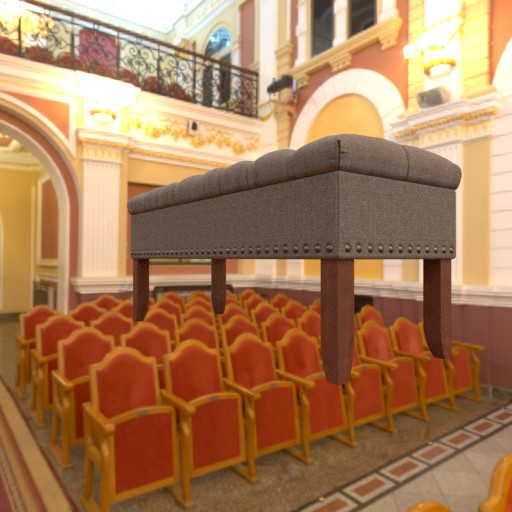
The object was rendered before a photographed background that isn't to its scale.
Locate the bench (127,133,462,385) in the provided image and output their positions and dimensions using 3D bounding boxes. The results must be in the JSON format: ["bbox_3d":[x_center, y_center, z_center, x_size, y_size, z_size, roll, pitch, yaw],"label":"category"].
[{"bbox_3d":[0.000,0.000,1.317,0.417,0.470,1.052,0,0,-36],"label":"bench"}]
